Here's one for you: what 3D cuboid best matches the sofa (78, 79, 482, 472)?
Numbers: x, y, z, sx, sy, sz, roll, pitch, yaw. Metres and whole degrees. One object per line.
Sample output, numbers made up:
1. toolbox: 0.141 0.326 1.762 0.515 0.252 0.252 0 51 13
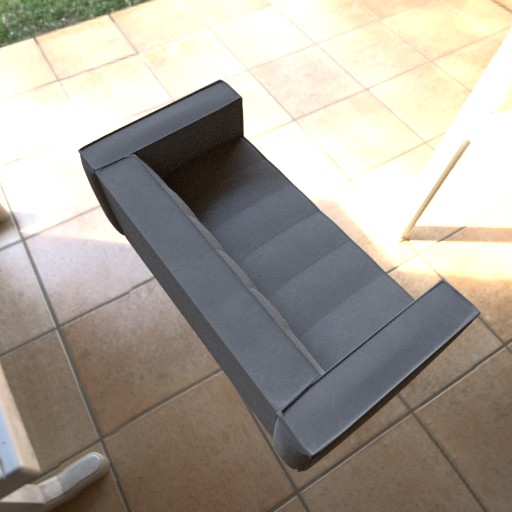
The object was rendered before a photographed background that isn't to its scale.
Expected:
1. sofa: 0.000 0.000 2.453 1.038 0.680 1.995 -33 65 -18
